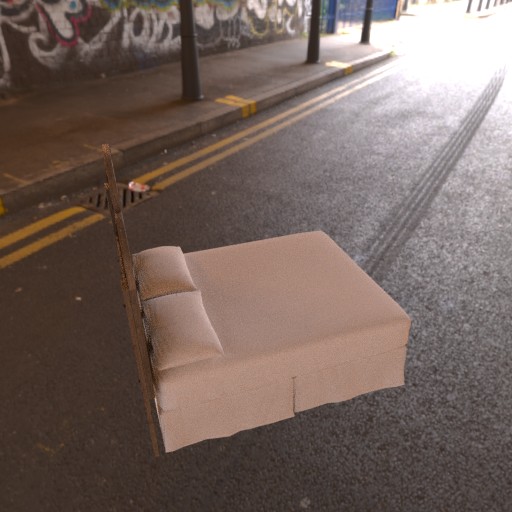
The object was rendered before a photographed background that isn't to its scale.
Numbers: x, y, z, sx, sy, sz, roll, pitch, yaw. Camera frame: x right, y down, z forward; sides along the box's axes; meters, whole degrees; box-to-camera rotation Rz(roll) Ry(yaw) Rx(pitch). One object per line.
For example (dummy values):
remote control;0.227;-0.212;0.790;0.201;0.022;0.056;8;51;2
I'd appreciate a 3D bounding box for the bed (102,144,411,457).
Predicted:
bed;0.000;0.000;3.605;2.138;2.019;1.713;-11;33;-17
